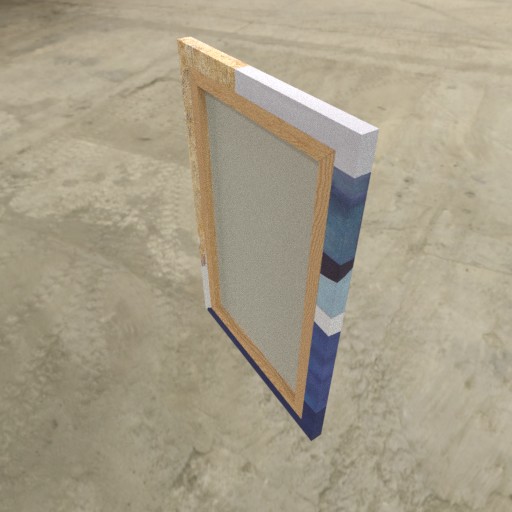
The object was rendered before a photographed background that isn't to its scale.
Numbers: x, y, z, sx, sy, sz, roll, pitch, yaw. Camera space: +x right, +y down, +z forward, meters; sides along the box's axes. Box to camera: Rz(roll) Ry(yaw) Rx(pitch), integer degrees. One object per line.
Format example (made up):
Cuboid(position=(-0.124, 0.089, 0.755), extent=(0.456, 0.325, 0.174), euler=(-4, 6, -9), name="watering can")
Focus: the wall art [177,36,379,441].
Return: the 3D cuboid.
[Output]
Cuboid(position=(0.000, 0.000, 1.141), extent=(0.039, 0.911, 0.607), euler=(-24, 46, -25), name="wall art")
